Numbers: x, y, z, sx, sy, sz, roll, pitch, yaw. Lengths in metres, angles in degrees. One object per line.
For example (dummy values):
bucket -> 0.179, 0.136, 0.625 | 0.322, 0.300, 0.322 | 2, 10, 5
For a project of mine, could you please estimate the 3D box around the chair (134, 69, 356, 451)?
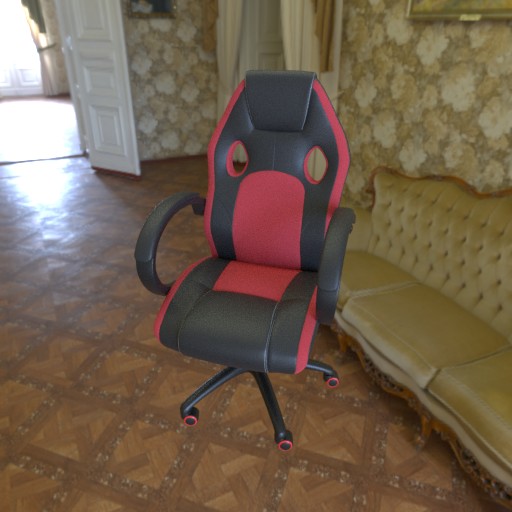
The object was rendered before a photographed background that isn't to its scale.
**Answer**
chair -> 0.000, 0.000, 1.588 | 0.673, 1.187, 0.724 | 8, 28, 15
